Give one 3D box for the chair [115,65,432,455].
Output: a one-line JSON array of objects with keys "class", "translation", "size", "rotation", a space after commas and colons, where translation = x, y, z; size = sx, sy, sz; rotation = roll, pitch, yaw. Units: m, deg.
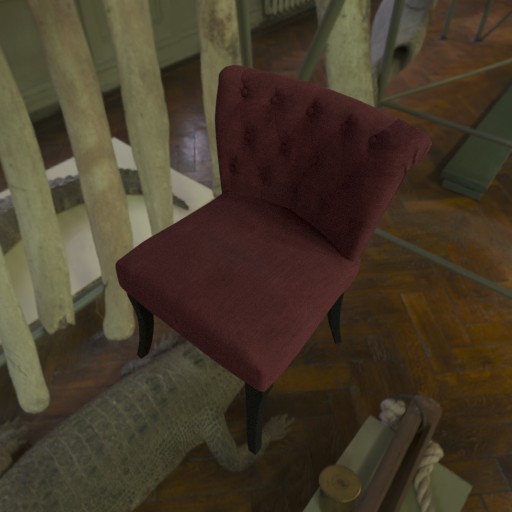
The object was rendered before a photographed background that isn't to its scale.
[{"class": "chair", "translation": [0.000, 0.000, 1.201], "size": [0.582, 0.750, 0.605], "rotation": [31, 53, 27]}]
